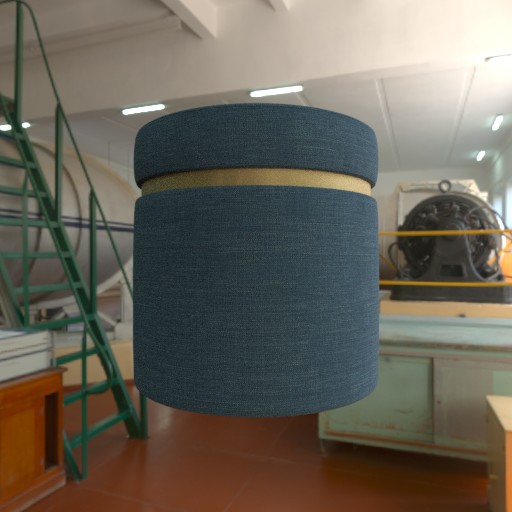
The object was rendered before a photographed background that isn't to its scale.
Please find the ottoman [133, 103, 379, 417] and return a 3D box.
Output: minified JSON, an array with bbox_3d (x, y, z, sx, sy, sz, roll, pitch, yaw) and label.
[{"bbox_3d":[0.000,0.000,0.744,0.398,0.406,0.398,0,0,0],"label":"ottoman"}]
